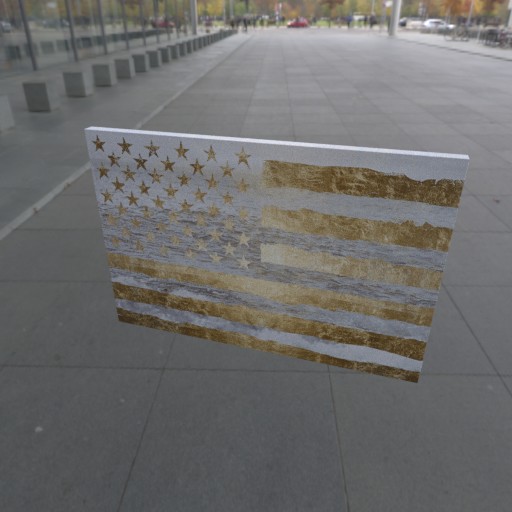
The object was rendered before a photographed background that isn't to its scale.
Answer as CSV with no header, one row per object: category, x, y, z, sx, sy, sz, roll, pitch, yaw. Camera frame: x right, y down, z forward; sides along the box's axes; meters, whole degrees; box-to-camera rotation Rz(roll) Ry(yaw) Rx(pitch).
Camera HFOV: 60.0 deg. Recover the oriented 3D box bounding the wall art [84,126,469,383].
wall art,0.000,0.000,1.469,1.145,0.762,0.041,8,29,15
